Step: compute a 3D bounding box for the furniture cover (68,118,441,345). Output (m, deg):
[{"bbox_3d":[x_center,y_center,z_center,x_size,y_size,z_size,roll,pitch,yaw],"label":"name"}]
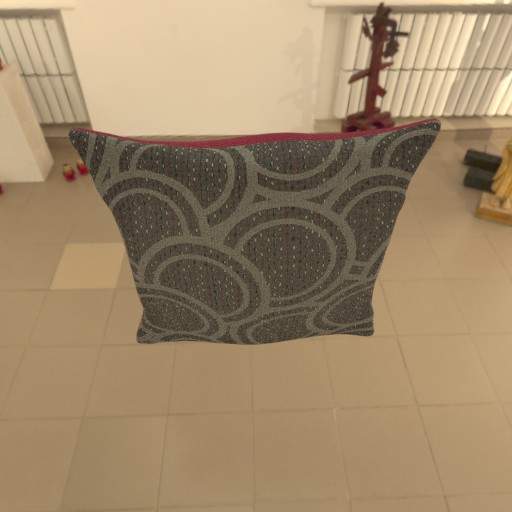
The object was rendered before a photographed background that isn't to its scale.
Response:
[{"bbox_3d":[0.000,0.000,0.787,0.514,0.513,0.163,-2,46,-2],"label":"furniture cover"}]
